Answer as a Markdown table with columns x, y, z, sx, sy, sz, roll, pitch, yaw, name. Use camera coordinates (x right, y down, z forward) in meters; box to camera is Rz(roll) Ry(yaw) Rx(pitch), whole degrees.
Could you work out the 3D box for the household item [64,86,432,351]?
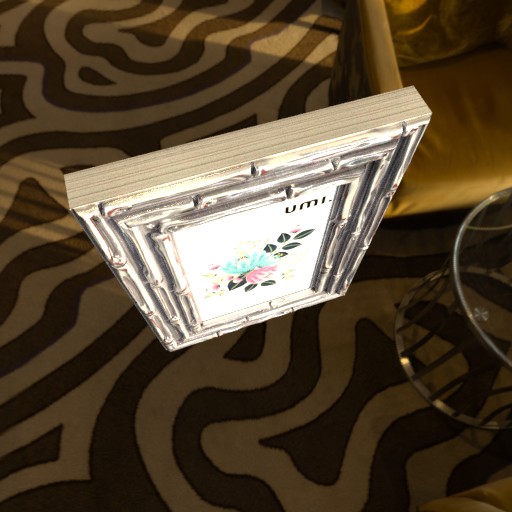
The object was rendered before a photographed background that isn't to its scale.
| x | y | z | sx | sy | sz | roll | pitch | yaw | name |
| --- | --- | --- | --- | --- | --- | --- | --- | --- | --- |
| 0.000 | 0.000 | 0.291 | 0.165 | 0.216 | 0.025 | -17 | 64 | -8 | household item |
